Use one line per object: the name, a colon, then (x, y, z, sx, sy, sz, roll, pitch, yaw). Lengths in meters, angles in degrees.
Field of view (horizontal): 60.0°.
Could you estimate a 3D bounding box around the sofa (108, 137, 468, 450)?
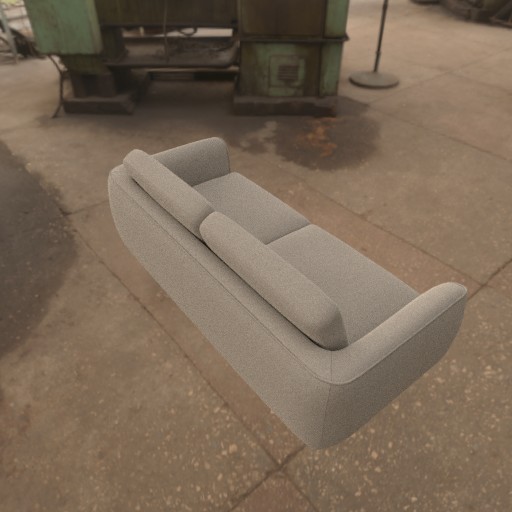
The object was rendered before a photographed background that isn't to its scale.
sofa: (0.000, 0.000, 2.429, 0.920, 0.850, 2.000, -26, 46, -28)
